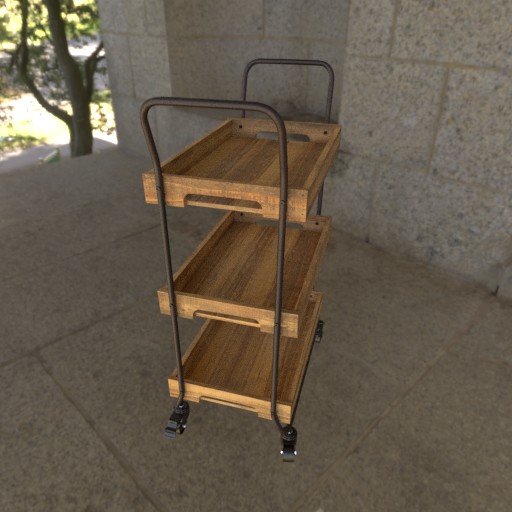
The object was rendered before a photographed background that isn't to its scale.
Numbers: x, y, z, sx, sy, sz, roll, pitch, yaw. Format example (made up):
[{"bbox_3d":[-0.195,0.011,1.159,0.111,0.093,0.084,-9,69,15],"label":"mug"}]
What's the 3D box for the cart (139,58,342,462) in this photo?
[{"bbox_3d":[0.000,0.000,1.118,0.339,0.857,0.583,8,31,14],"label":"cart"}]
